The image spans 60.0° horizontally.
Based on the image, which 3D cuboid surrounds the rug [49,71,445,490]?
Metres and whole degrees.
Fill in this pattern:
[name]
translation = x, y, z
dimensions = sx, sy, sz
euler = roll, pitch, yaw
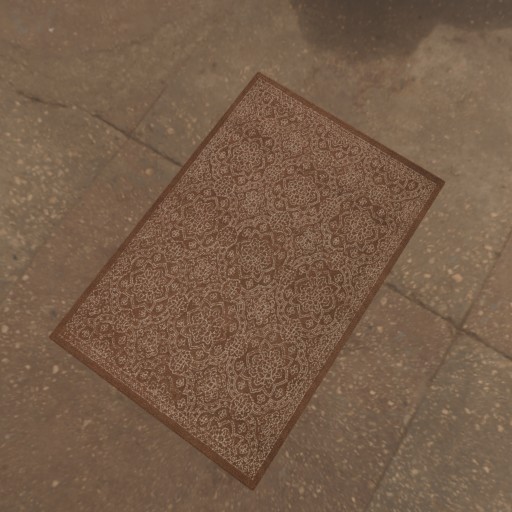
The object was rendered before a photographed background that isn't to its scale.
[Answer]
[rug]
translation = 0.000, 0.000, 2.275
dimensions = 1.219, 0.010, 1.829
euler = 33, 78, 8
